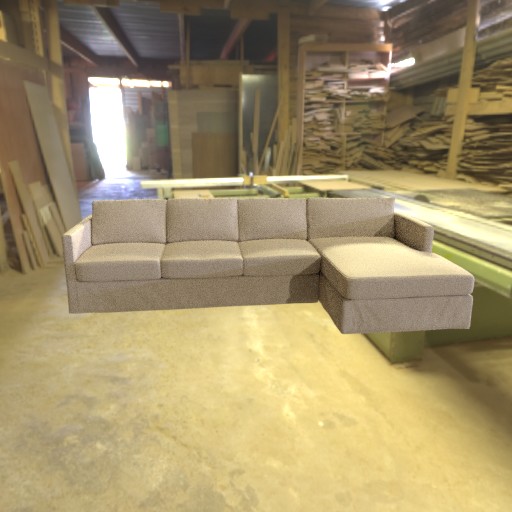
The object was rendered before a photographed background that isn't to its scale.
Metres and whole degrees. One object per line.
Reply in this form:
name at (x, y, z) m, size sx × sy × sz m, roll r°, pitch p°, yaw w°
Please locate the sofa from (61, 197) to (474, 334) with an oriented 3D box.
sofa at (0.000, 0.000, 3.909) m, size 3.206 × 0.871 × 1.622 m, roll -2°, pitch 16°, yaw -6°
